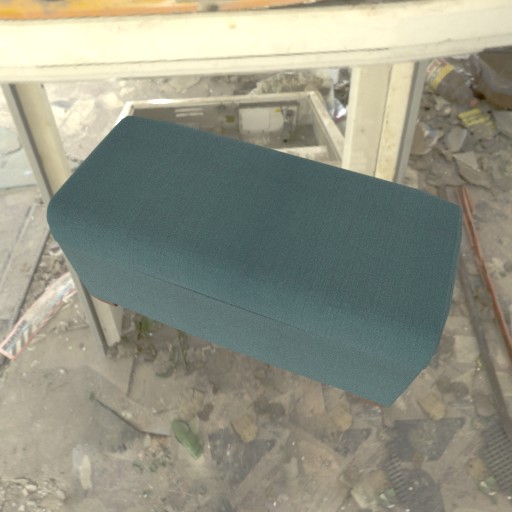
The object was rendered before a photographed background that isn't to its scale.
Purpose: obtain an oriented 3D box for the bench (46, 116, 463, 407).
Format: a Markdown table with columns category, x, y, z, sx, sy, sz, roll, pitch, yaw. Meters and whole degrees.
| category | x | y | z | sx | sy | sz | roll | pitch | yaw |
| --- | --- | --- | --- | --- | --- | --- | --- | --- | --- |
| bench | 0.000 | 0.000 | 1.282 | 0.995 | 0.474 | 0.476 | 18 | 58 | 12 |
